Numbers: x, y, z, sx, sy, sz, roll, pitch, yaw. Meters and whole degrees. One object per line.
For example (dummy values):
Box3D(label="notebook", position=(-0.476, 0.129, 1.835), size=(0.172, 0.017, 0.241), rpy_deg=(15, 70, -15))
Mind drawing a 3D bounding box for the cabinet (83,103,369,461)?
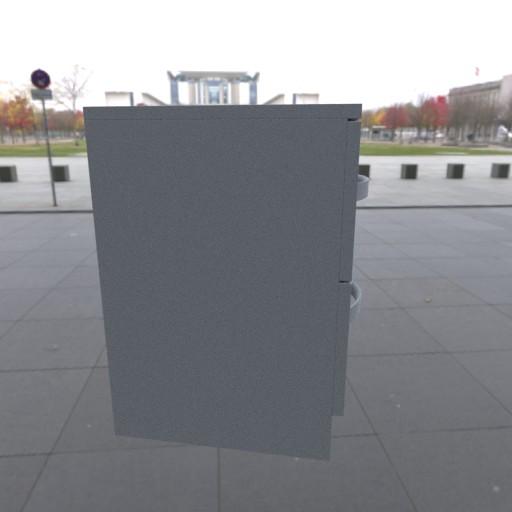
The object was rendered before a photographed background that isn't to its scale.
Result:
Box3D(label="cabinet", position=(0.000, 0.000, 0.763), size=(0.360, 0.470, 0.400), rpy_deg=(3, 16, 10))
